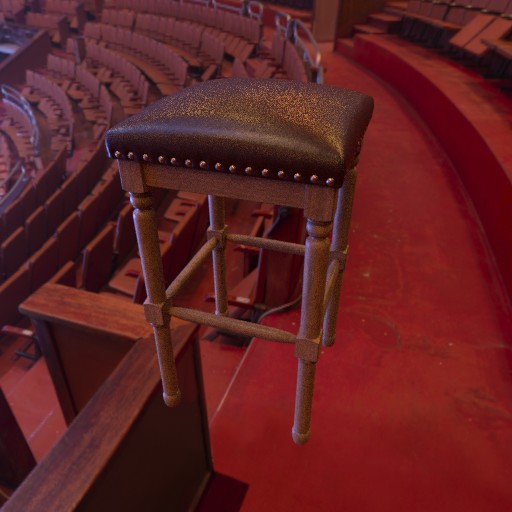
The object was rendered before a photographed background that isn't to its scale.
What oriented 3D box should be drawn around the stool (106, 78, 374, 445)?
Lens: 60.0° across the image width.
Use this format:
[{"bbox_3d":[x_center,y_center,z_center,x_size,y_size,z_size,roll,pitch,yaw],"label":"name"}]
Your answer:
[{"bbox_3d":[0.000,0.000,0.957,0.383,0.702,0.382,10,34,16],"label":"stool"}]
